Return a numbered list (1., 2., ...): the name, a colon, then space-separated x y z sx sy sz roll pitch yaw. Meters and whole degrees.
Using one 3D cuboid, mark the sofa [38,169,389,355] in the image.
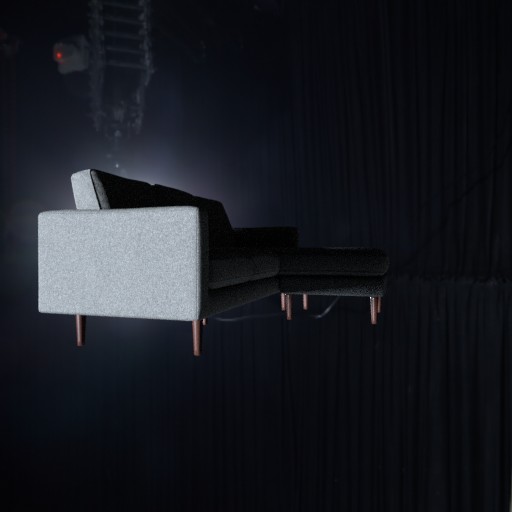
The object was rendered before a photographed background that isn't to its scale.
1. sofa: 0.000 0.000 2.966 1.667 0.957 2.055 0 1 18
